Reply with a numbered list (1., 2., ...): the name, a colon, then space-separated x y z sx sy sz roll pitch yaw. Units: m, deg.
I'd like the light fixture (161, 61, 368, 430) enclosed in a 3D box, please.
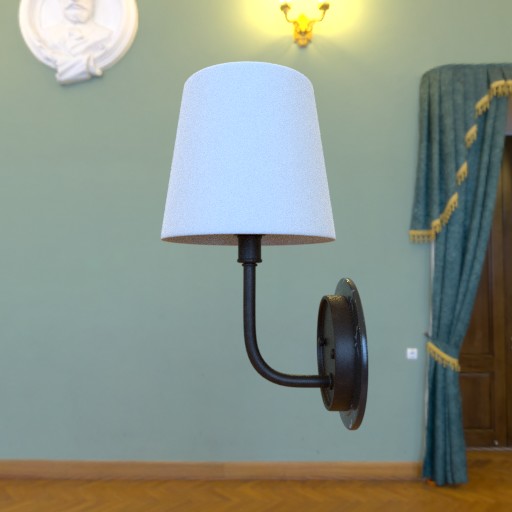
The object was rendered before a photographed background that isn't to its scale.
1. light fixture: 0.000 0.000 0.445 0.188 0.337 0.168 0 -2 -1
